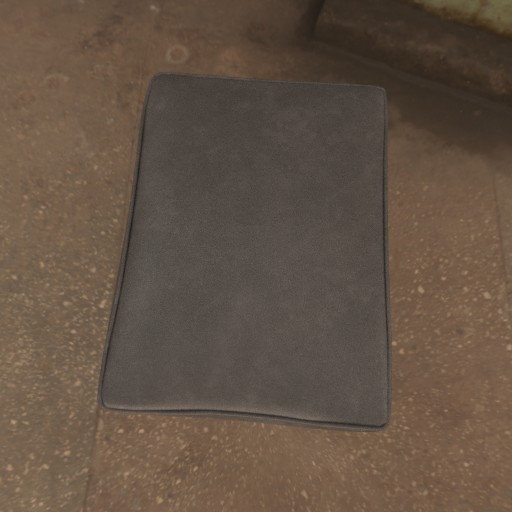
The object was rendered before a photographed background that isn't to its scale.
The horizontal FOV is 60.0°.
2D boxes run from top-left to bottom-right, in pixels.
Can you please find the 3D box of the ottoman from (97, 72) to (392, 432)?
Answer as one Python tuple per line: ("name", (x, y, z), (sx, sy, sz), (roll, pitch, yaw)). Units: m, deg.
("ottoman", (0.000, 0.000, 1.092), (0.554, 0.445, 0.756), (4, 73, 1))
